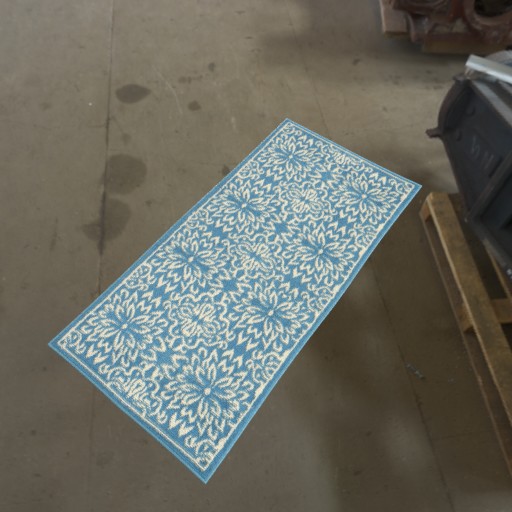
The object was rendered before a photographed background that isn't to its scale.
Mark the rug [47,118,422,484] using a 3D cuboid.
[{"bbox_3d":[0.000,0.000,1.453,0.604,0.007,1.219,32,63,19],"label":"rug"}]
